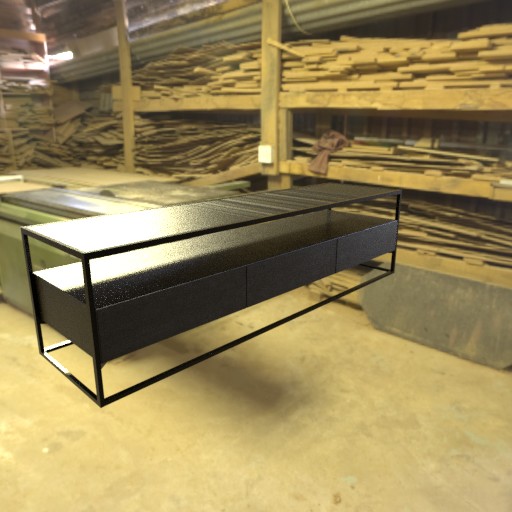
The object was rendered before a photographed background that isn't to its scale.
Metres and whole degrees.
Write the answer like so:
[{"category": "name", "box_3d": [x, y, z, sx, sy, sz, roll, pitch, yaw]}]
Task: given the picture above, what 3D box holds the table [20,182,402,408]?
[{"category": "table", "box_3d": [0.000, 0.000, 1.676, 0.399, 0.395, 1.486, 15, 22, 42]}]
